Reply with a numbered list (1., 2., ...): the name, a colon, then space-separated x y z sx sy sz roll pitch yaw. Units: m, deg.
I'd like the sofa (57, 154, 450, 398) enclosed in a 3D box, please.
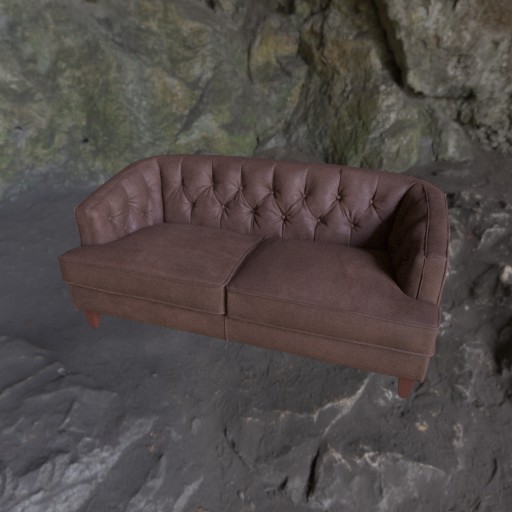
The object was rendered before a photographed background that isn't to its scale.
1. sofa: 0.000 0.000 2.284 1.767 0.799 0.917 9 28 17
